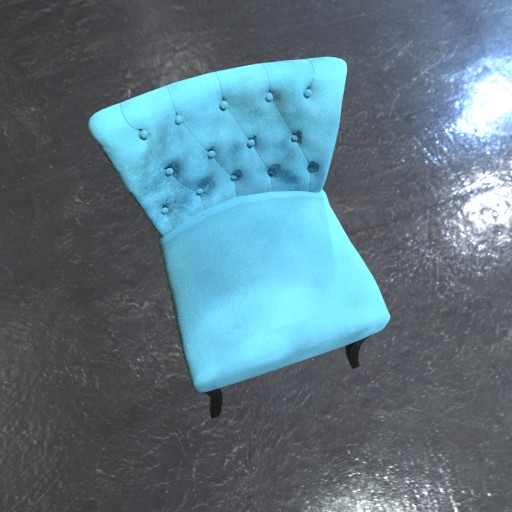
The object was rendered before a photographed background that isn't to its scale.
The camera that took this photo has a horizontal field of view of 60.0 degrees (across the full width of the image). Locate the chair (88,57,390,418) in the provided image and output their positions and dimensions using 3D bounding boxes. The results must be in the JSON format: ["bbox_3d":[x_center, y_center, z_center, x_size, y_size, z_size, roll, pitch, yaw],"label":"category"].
[{"bbox_3d":[0.000,0.000,1.178,0.582,0.750,0.605,-17,64,-8],"label":"chair"}]
